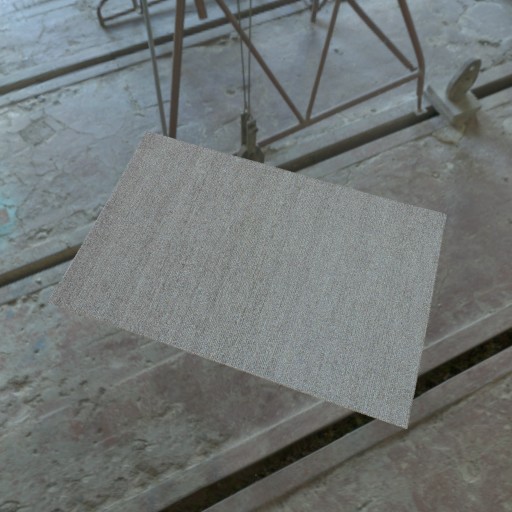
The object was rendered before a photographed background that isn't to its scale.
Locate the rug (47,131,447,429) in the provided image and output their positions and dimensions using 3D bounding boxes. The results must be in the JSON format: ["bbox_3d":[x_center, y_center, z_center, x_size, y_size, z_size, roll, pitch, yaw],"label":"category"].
[{"bbox_3d":[0.000,0.000,2.284,1.792,0.021,1.154,17,65,8],"label":"rug"}]
